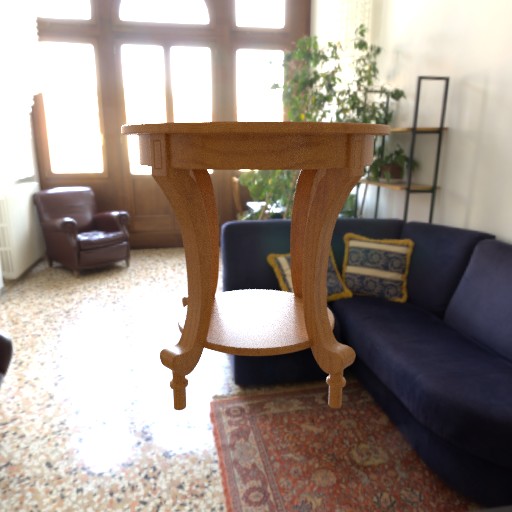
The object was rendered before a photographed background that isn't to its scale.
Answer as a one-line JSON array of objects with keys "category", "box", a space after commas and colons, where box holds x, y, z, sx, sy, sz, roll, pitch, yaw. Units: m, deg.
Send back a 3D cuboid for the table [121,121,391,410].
[{"category": "table", "box": [0.000, 0.000, 1.098, 0.597, 0.612, 0.597, 0, 14, 0]}]
